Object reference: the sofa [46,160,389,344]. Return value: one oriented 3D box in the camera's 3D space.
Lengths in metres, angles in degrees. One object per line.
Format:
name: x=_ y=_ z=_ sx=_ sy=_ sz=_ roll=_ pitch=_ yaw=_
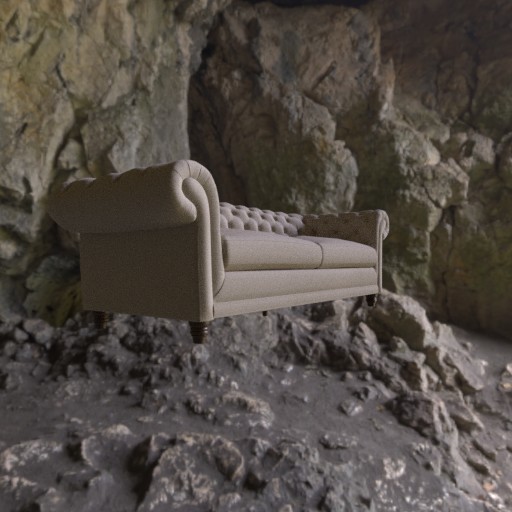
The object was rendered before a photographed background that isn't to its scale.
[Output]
sofa: x=0.000 y=0.000 z=3.182 sx=1.076 sy=0.847 sz=2.694 roll=-1 pitch=-1 yaw=36
